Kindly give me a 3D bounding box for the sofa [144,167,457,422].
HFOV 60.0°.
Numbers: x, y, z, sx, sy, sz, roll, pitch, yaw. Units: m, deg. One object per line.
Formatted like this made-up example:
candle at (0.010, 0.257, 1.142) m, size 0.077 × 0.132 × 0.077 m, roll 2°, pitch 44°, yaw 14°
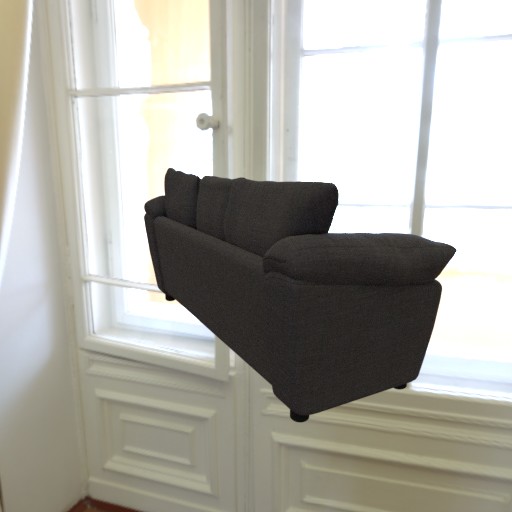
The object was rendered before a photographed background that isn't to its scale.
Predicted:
sofa at (0.000, 0.000, 2.868) m, size 0.883 × 1.080 × 2.336 m, roll -7°, pitch 14°, yaw -27°
